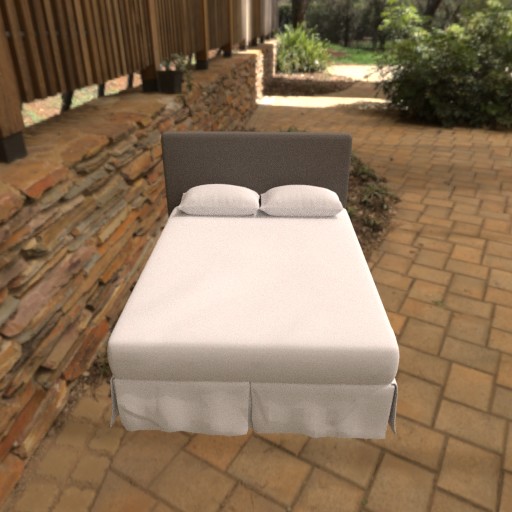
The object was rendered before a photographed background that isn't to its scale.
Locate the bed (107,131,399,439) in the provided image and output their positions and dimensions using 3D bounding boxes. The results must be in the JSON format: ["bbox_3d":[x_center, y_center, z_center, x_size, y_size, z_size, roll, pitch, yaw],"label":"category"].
[{"bbox_3d":[0.000,0.000,3.241,1.723,1.330,2.142,1,29,2],"label":"bed"}]
